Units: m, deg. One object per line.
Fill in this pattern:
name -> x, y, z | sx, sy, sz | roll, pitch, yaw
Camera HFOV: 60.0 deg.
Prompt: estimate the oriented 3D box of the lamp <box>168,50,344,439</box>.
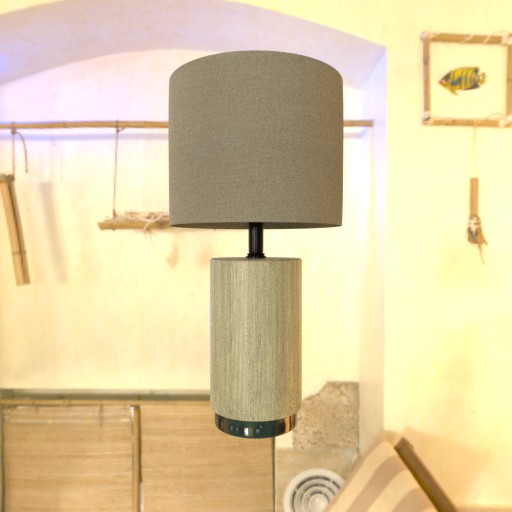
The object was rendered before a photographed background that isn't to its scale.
lamp -> 0.000, 0.000, 0.591 | 0.228, 0.444, 0.228 | 0, 1, 0
